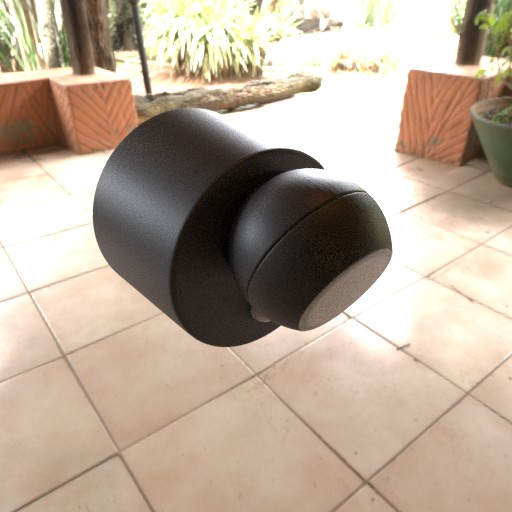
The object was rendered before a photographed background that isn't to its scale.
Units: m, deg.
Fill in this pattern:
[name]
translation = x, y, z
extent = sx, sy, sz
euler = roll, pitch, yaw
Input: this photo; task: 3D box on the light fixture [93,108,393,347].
[light fixture]
translation = 0.000, 0.000, 0.264
extent = 0.134, 0.143, 0.160
euler = -22, 38, -32
